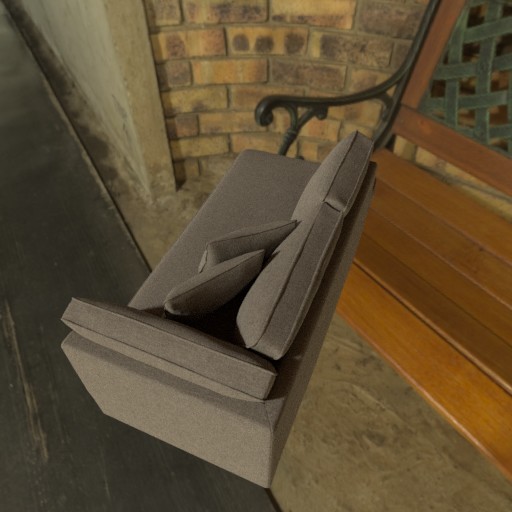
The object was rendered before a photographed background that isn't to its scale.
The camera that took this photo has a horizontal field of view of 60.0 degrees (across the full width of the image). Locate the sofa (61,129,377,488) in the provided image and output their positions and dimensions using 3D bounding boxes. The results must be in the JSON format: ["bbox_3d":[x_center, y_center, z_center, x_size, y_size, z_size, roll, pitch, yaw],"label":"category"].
[{"bbox_3d":[0.000,0.000,2.806,1.110,1.033,2.237,17,50,15],"label":"sofa"}]
